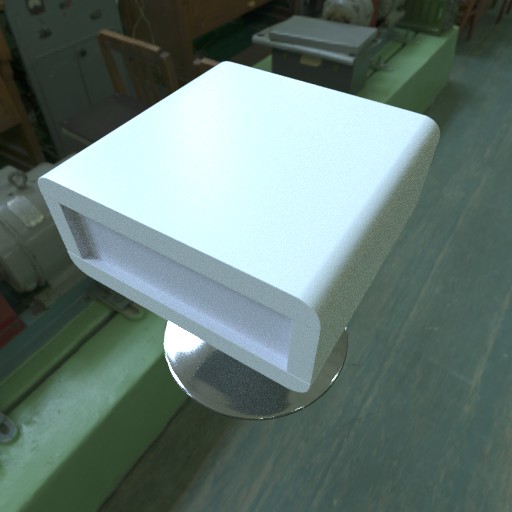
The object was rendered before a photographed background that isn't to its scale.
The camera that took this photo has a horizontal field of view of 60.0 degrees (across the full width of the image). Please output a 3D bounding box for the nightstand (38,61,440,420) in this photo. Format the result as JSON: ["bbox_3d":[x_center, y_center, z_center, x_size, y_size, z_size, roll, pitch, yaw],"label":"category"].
[{"bbox_3d":[0.000,0.000,0.751,0.399,0.447,0.404,24,51,21],"label":"nightstand"}]
